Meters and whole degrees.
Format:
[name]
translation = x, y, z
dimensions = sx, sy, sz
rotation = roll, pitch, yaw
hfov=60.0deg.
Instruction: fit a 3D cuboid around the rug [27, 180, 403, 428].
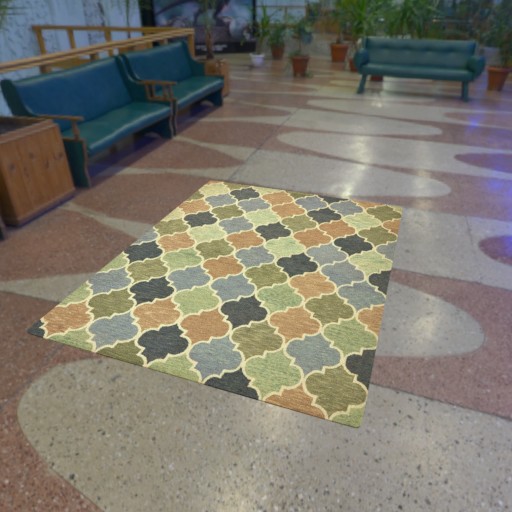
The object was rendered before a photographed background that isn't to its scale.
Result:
[rug]
translation = 0.000, 0.000, 4.177
dimensions = 2.439, 0.013, 3.200
rotation = 11, 33, 17
